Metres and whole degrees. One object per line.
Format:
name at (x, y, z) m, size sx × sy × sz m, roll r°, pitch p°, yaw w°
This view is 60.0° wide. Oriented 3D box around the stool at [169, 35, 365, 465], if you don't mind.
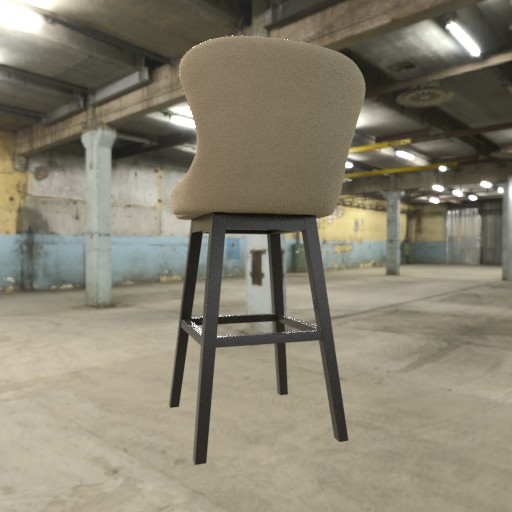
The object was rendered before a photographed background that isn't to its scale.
stool at (0.000, 0.000, 1.362) m, size 0.528 × 1.066 × 0.605 m, roll 0°, pitch 0°, yaw -19°
